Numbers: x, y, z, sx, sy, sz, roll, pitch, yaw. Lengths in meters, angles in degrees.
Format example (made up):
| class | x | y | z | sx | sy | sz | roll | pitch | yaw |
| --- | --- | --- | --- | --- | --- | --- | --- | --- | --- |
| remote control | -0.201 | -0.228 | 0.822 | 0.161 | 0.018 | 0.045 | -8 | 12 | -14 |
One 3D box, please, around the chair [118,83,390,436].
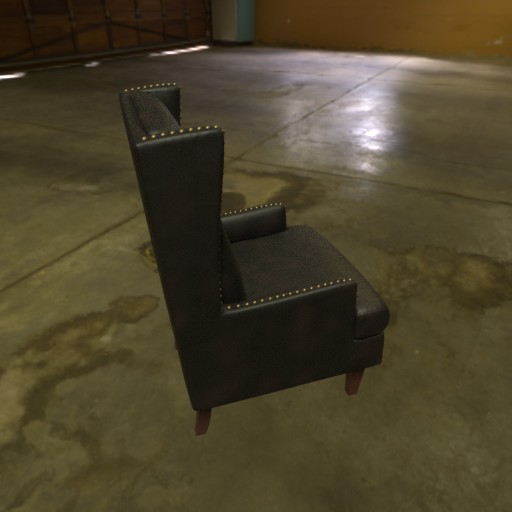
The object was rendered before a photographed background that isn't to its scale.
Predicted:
| class | x | y | z | sx | sy | sz | roll | pitch | yaw |
| --- | --- | --- | --- | --- | --- | --- | --- | --- | --- |
| chair | 0.000 | 0.000 | 1.651 | 0.799 | 1.142 | 0.703 | -9 | 31 | -15 |
